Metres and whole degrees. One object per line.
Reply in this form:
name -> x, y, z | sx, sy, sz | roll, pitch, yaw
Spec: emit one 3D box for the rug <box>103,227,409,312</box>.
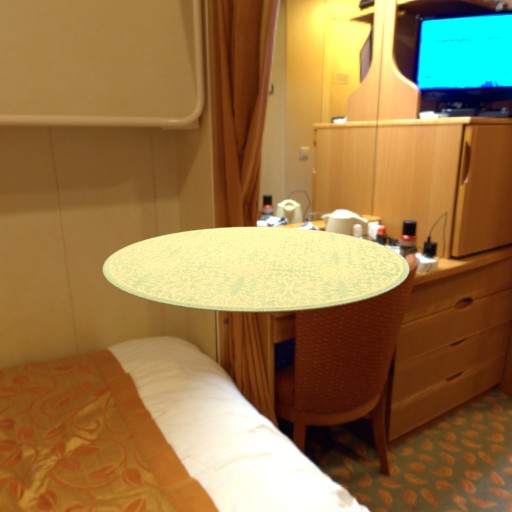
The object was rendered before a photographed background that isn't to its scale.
rug -> 0.000, 0.000, 2.425 | 1.593, 0.012, 1.593 | 0, 15, 0
